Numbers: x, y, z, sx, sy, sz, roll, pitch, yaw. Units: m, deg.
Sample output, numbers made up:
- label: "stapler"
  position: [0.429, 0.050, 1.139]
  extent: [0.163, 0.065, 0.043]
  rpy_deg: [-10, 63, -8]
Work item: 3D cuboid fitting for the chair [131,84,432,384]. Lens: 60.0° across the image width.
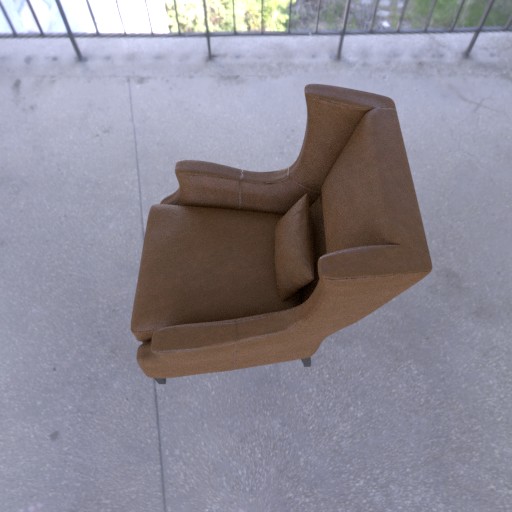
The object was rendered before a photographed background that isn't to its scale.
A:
- label: "chair"
  position: [0.000, 0.000, 1.720]
  extent: [0.925, 1.016, 0.852]
  rpy_deg: [0, 59, 0]
